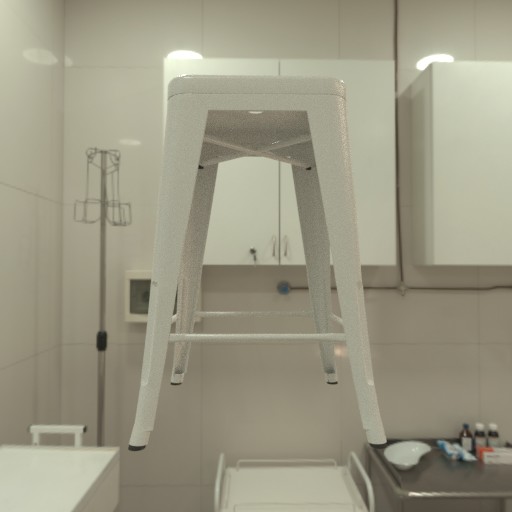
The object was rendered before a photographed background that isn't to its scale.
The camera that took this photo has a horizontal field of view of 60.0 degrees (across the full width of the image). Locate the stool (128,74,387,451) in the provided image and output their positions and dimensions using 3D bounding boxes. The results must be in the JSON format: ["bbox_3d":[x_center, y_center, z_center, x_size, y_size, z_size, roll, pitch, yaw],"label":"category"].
[{"bbox_3d":[0.000,0.000,0.894,0.406,0.610,0.406,0,-1,-1],"label":"stool"}]
